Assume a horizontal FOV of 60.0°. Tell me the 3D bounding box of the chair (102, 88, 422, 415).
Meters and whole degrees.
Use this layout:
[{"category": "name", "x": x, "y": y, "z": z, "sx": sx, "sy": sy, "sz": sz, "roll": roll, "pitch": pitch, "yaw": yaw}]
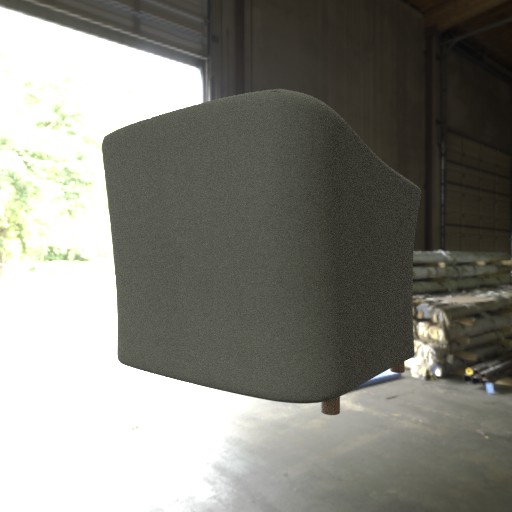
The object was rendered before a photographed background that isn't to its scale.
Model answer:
[{"category": "chair", "x": 0.000, "y": 0.000, "z": 1.350, "sx": 0.790, "sy": 0.720, "sz": 0.700, "roll": 0, "pitch": 0, "yaw": 37}]
